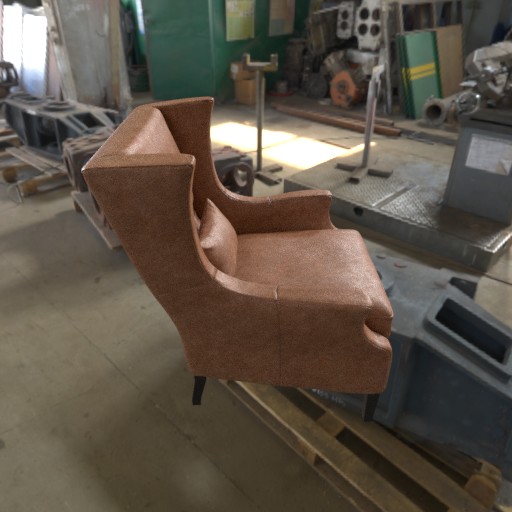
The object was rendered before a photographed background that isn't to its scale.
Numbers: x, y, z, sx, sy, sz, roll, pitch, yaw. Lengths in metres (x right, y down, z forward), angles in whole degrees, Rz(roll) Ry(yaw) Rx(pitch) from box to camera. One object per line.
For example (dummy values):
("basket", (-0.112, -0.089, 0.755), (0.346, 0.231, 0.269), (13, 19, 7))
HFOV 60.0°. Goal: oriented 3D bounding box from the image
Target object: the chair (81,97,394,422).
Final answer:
("chair", (0.000, 0.000, 1.687), (0.926, 1.016, 0.853), (0, 32, 0))
